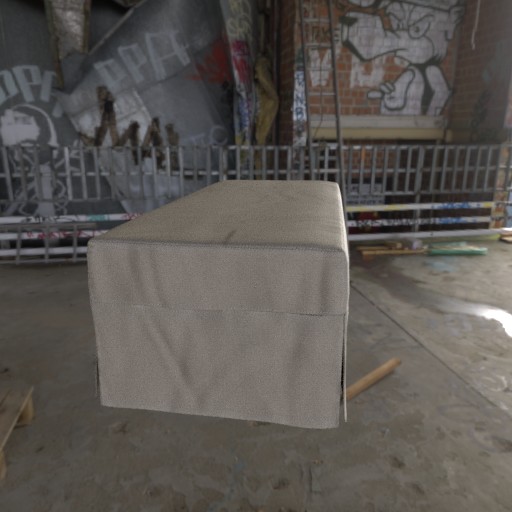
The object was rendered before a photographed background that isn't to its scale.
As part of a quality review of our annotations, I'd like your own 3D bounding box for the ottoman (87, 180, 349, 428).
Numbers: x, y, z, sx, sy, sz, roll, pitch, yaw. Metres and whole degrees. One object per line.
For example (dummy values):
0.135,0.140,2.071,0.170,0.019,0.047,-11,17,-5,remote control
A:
0.000,0.000,1.690,0.665,0.457,1.388,3,16,9,ottoman
